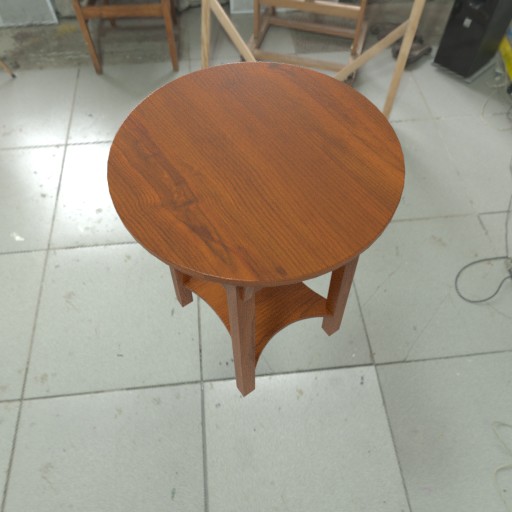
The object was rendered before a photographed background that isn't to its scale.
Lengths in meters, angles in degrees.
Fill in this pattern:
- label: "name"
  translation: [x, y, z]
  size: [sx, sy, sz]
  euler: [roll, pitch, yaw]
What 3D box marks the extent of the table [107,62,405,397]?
- label: "table"
  translation: [0.000, 0.000, 0.946]
  size: [0.457, 0.610, 0.457]
  euler: [0, 58, 0]
